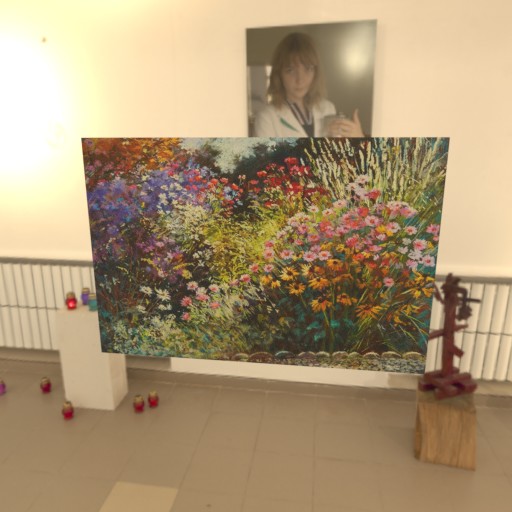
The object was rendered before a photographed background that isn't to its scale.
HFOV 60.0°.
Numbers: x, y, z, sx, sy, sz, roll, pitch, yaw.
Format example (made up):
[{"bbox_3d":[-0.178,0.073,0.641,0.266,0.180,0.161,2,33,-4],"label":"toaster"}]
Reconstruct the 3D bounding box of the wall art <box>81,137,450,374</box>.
[{"bbox_3d":[0.000,0.000,1.471,1.136,0.760,0.042,2,15,8],"label":"wall art"}]
